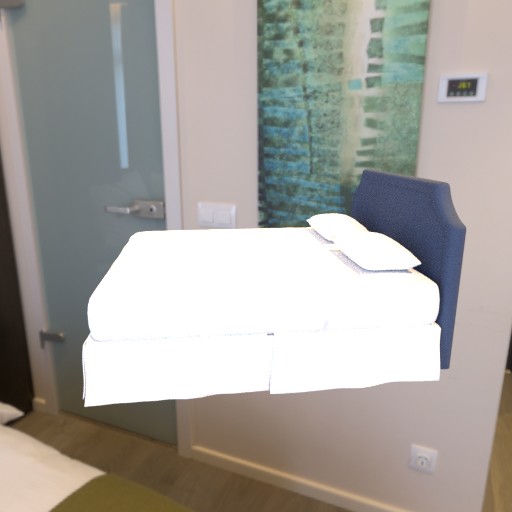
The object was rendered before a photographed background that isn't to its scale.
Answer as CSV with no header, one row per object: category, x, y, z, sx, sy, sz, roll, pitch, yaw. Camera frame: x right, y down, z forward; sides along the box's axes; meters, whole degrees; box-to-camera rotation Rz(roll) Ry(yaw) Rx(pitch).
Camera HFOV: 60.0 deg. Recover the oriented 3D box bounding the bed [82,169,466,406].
bed,0.000,0.000,4.155,2.773,1.488,2.350,-2,15,-7
